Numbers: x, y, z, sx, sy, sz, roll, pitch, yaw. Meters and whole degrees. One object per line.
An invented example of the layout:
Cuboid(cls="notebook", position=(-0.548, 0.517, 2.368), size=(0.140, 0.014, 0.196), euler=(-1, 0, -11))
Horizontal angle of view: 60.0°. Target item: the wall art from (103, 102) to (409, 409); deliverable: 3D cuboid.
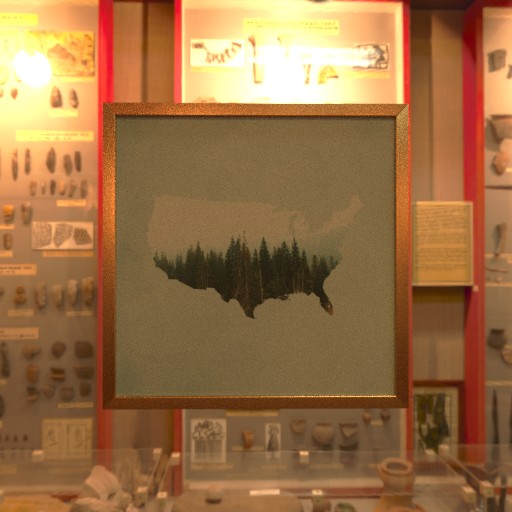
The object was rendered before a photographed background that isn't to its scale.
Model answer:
Cuboid(cls="wall art", position=(0.000, 0.000, 0.460), size=(0.304, 0.304, 0.038), euler=(0, 0, -1))
